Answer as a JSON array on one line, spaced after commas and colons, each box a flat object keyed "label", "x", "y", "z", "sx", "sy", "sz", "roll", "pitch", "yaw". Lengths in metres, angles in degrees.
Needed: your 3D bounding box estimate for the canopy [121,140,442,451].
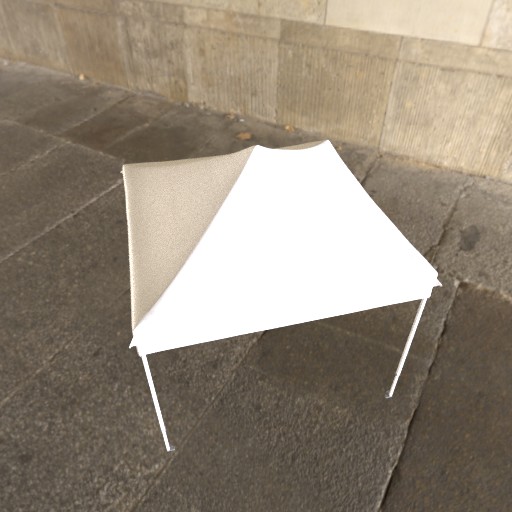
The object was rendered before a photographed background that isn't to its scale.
[{"label": "canopy", "x": 0.000, "y": 0.000, "z": 5.516, "sx": 2.996, "sy": 2.998, "sz": 2.994, "roll": -10, "pitch": 42, "yaw": -11}]
